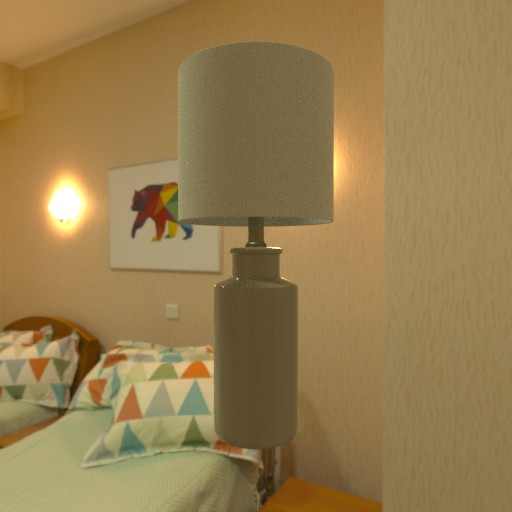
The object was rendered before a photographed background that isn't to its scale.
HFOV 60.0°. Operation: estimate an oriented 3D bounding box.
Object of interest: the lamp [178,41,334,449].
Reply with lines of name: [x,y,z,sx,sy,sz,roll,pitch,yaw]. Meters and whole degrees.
lamp: [0.000,0.000,0.615,0.212,0.493,0.212,0,1,0]
